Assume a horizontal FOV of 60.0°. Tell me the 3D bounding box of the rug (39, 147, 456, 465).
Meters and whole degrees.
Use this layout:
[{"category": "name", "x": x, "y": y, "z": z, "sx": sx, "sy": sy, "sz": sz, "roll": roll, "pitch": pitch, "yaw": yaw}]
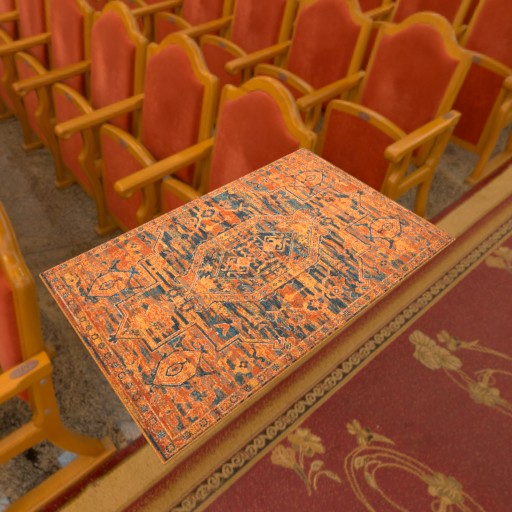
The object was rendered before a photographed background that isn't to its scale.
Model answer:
[{"category": "rug", "x": 0.000, "y": 0.000, "z": 1.082, "sx": 0.863, "sy": 0.008, "sz": 0.557, "roll": -31, "pitch": 53, "yaw": -27}]
